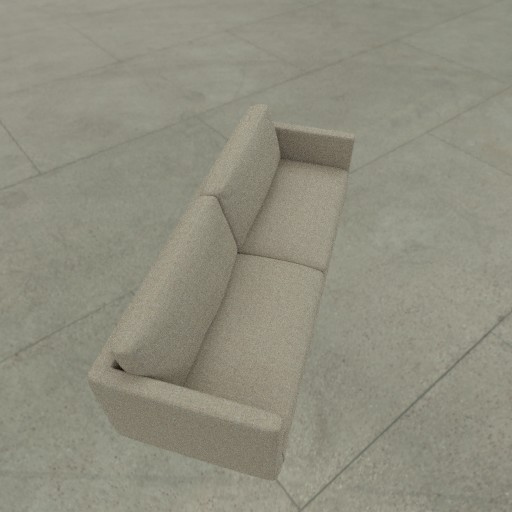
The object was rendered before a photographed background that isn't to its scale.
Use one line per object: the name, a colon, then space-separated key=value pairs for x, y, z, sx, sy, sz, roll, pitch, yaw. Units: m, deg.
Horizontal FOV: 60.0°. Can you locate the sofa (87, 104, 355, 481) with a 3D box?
sofa: x=0.000 y=0.000 z=2.909 sx=0.951 sy=0.965 sz=2.434 roll=12 pitch=48 yaw=11
